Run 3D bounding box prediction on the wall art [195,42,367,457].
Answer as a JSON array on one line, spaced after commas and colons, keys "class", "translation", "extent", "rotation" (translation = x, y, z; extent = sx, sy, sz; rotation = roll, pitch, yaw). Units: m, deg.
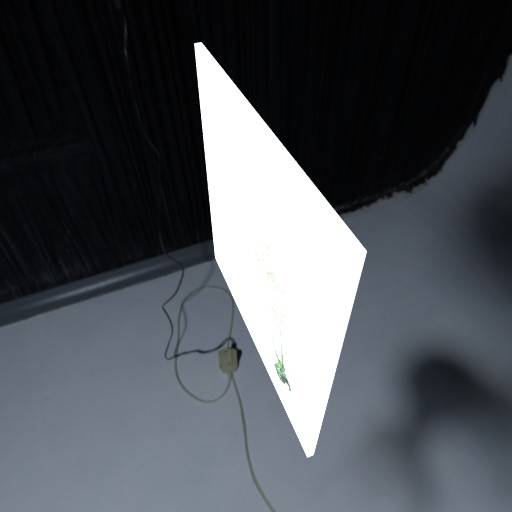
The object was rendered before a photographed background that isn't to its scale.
[{"class": "wall art", "translation": [0.000, 0.000, 0.857], "extent": [0.013, 0.584, 0.584], "rotation": [-16, 49, -15]}]
